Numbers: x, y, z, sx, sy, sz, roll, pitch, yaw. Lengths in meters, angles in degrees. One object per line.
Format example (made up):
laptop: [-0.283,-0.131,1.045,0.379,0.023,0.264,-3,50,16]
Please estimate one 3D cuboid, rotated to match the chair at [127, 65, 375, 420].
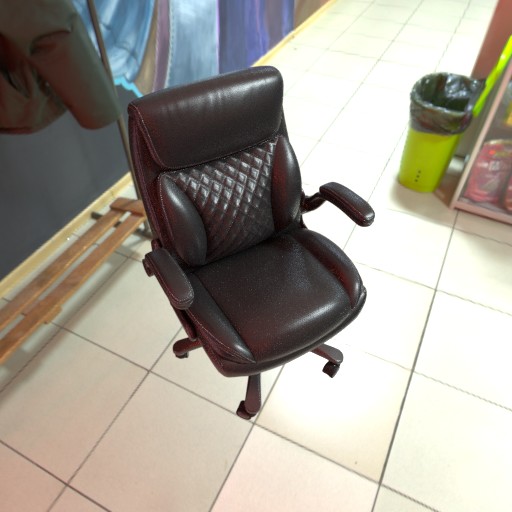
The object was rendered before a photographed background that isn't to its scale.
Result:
chair: [0.000,0.000,1.648,0.782,1.110,0.724,-23,51,-21]
